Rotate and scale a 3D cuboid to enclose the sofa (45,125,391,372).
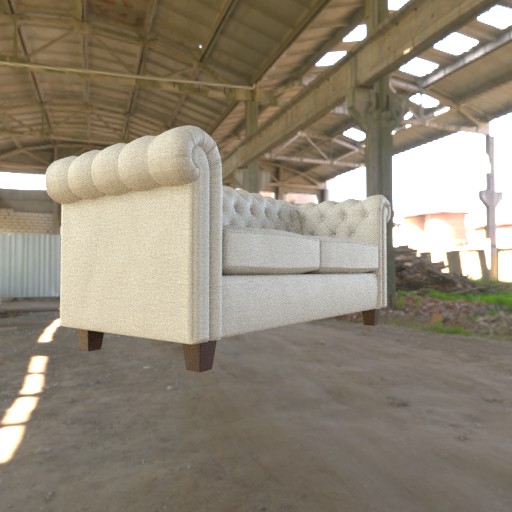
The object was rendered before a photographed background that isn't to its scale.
[{"bbox_3d":[0.000,0.000,2.243,0.783,0.797,1.798,-1,-2,36],"label":"sofa"}]
